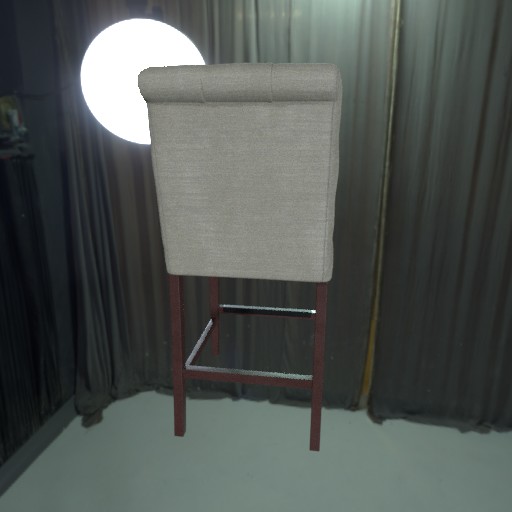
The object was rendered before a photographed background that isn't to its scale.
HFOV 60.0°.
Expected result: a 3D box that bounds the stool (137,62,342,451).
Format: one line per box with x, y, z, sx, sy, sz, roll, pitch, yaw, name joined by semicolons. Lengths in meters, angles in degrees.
0.000;0.000;1.429;0.486;1.084;0.660;3;17;8;stool
